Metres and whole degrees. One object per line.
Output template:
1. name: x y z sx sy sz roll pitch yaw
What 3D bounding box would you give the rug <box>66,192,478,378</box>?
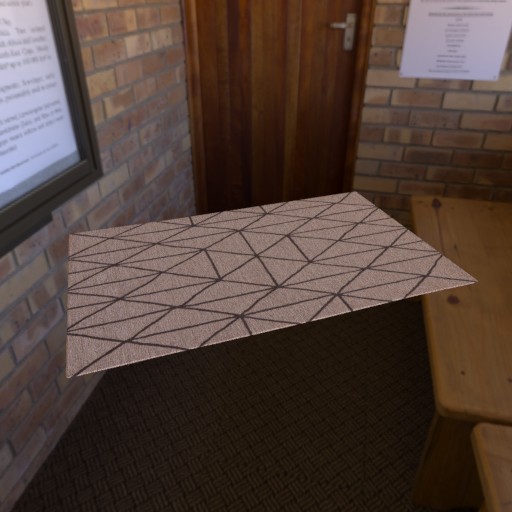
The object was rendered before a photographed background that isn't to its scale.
1. rug: 0.000 0.000 3.088 2.465 0.008 1.526 -10 33 -16
